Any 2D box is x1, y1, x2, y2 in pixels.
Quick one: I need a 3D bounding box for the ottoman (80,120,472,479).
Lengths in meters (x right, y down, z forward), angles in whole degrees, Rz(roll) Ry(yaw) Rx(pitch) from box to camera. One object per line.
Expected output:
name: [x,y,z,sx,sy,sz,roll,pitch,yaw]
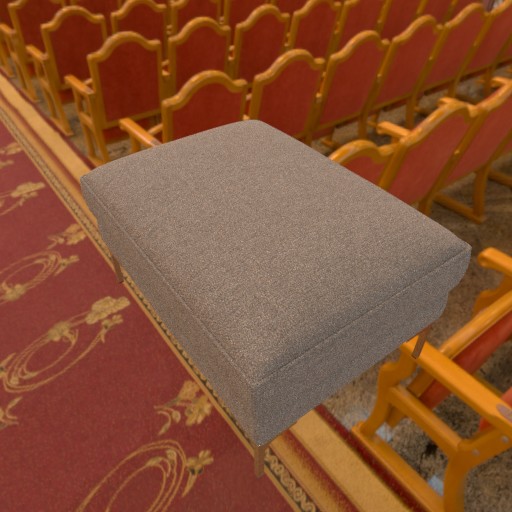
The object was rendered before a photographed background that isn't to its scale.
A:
ottoman: [0.000,0.000,1.140,0.583,0.464,0.785,-26,48,-26]
